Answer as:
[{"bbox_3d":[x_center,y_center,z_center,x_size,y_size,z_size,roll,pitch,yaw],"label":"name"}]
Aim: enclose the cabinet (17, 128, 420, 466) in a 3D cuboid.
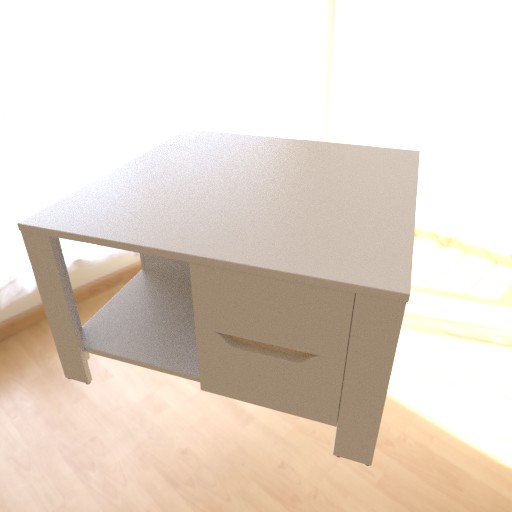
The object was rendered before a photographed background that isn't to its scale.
[{"bbox_3d":[0.000,0.000,1.272,0.800,0.460,0.800,10,32,16],"label":"cabinet"}]
